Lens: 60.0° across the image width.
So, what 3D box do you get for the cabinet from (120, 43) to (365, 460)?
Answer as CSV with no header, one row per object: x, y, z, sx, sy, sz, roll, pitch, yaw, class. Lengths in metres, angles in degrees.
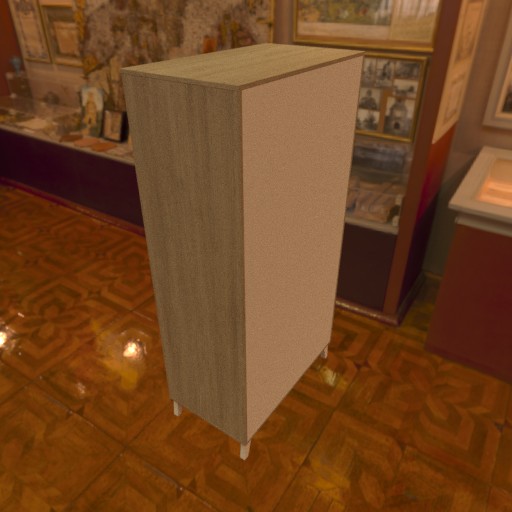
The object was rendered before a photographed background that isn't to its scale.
0.000,0.000,2.438,0.571,1.999,1.006,20,37,29,cabinet
